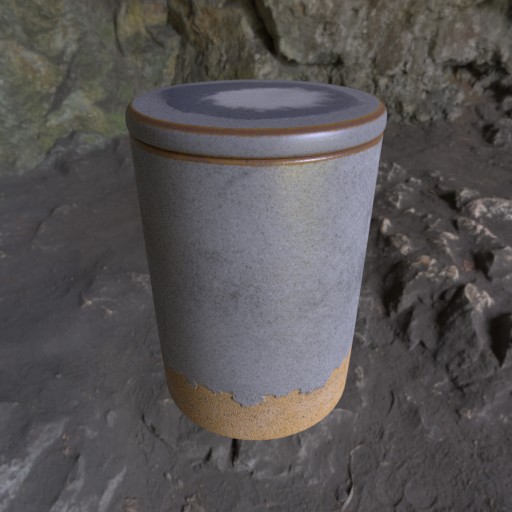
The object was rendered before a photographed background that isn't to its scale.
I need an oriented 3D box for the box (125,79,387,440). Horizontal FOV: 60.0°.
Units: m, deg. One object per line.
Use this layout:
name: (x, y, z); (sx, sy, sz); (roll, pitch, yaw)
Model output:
box: (0.000, 0.000, 0.245); (0.118, 0.168, 0.118); (0, 30, 0)
